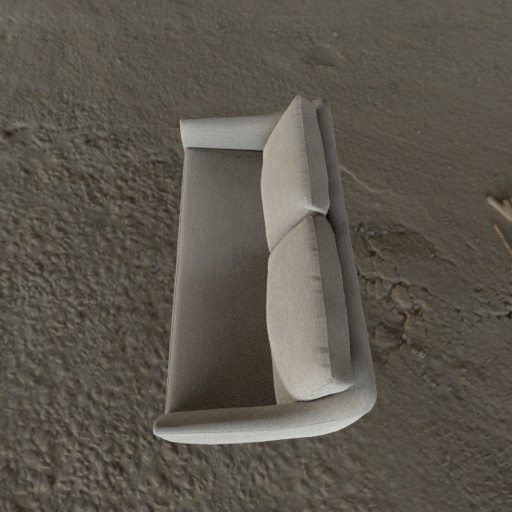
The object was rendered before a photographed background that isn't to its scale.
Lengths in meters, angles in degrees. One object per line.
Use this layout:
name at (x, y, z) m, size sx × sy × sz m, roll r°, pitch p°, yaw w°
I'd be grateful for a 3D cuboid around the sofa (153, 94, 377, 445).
sofa at (0.000, 0.000, 2.625) m, size 0.980 × 0.913 × 2.036 m, roll -1°, pitch 59°, yaw -1°
